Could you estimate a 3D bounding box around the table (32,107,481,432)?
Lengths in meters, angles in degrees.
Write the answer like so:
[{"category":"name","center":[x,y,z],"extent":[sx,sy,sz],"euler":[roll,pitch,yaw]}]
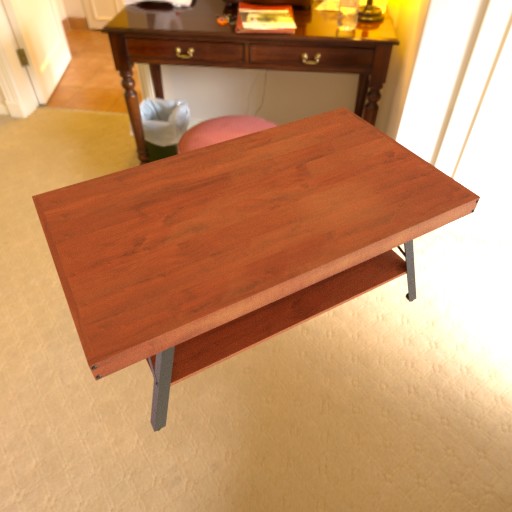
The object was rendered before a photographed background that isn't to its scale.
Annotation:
[{"category":"table","center":[0.000,0.000,1.372],"extent":[1.067,0.457,0.610],"euler":[-22,49,-20]}]
